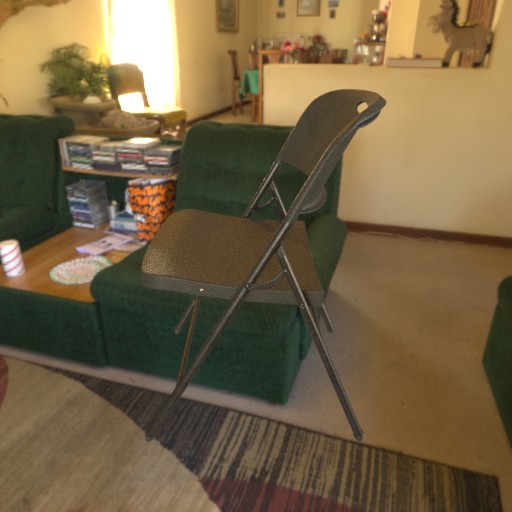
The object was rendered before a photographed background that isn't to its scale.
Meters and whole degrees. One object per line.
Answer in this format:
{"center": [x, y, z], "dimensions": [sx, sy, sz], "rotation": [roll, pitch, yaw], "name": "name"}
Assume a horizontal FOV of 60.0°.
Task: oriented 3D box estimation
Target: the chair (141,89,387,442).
{"center": [0.000, 0.000, 1.167], "dimensions": [0.566, 0.810, 0.494], "rotation": [0, 26, 0], "name": "chair"}
